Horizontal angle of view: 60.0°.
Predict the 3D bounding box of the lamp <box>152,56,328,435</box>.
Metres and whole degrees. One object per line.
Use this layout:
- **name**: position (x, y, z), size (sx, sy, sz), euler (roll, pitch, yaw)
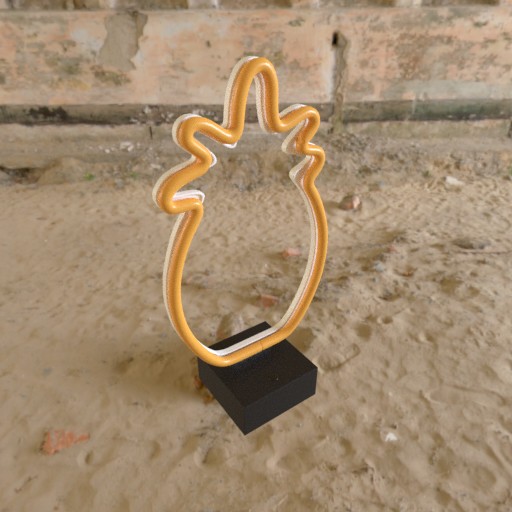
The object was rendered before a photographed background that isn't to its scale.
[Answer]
- **lamp**: position (0.000, 0.000, 0.385), size (0.167, 0.317, 0.088), euler (-20, 36, -30)
